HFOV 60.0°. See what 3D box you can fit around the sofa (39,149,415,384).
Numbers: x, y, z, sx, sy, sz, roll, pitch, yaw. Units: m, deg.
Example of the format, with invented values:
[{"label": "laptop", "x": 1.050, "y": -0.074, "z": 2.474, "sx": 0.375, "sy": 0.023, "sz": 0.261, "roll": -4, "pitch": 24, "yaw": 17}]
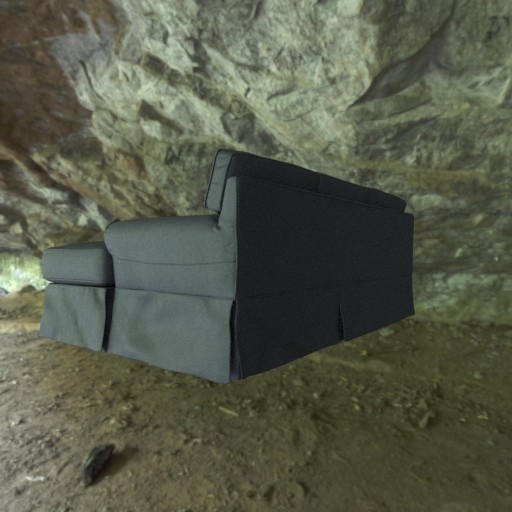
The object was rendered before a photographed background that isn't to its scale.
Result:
[{"label": "sofa", "x": 0.000, "y": 0.000, "z": 3.298, "sx": 1.637, "sy": 1.039, "sz": 2.518, "roll": 0, "pitch": 1, "yaw": 36}]
